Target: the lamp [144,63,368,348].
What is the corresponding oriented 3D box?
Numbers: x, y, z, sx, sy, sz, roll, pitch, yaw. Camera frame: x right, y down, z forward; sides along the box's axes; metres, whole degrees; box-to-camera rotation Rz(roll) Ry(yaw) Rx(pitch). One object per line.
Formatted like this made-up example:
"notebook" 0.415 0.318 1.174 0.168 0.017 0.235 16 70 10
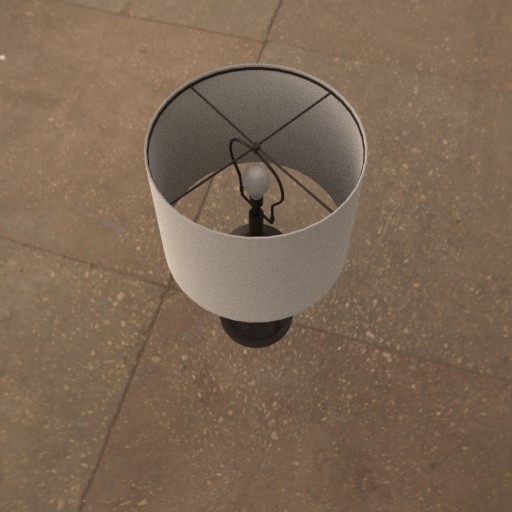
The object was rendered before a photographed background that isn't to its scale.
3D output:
"lamp" 0.000 0.000 0.666 0.251 0.509 0.251 0 64 0
